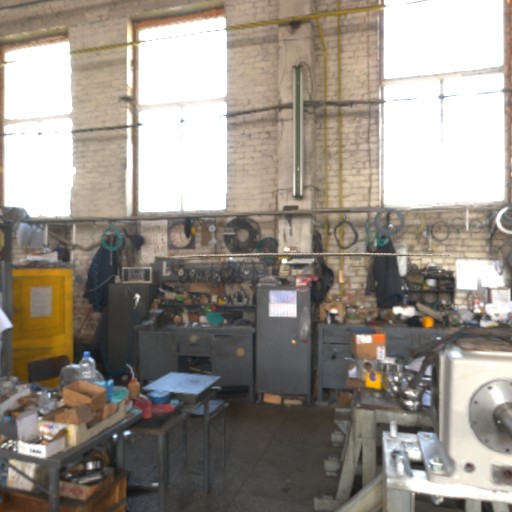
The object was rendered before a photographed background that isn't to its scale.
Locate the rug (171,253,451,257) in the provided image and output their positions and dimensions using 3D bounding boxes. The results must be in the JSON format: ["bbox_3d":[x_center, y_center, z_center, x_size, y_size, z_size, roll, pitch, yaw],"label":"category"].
[{"bbox_3d":[0.000,0.000,2.531,0.697,0.013,2.335,0,0,-17],"label":"rug"}]
